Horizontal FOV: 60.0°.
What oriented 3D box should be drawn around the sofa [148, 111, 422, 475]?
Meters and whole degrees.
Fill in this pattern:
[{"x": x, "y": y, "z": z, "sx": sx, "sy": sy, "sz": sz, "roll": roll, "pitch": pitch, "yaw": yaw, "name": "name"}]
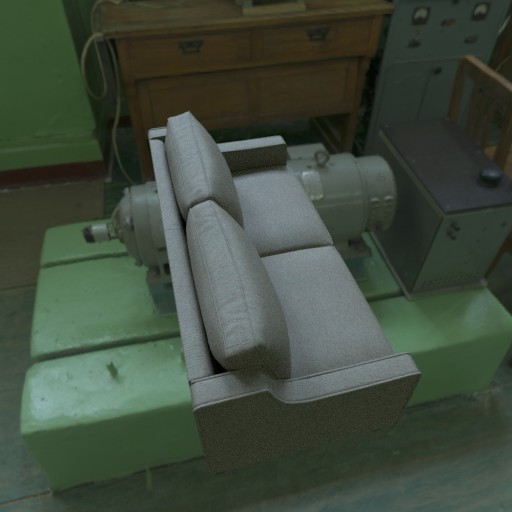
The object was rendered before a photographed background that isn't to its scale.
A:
[{"x": 0.000, "y": 0.000, "z": 2.782, "sx": 1.073, "sy": 1.074, "sz": 2.181, "roll": -11, "pitch": 46, "yaw": -10, "name": "sofa"}]
